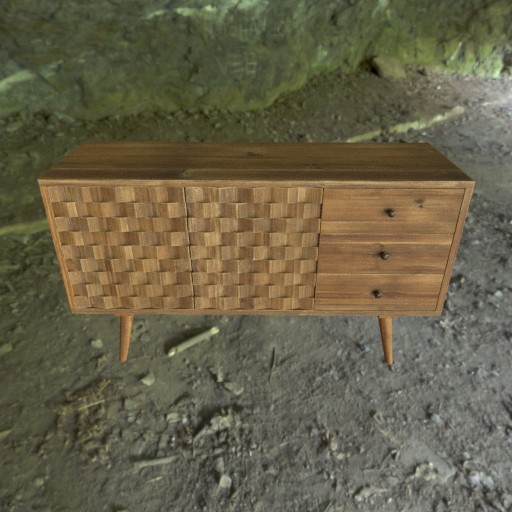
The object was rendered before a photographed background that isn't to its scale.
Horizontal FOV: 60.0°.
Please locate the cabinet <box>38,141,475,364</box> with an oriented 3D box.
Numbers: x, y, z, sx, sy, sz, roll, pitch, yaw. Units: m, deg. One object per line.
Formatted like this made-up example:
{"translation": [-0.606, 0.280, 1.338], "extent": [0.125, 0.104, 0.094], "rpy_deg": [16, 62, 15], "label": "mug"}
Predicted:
{"translation": [0.000, 0.000, 1.799], "extent": [1.400, 0.800, 0.472], "rpy_deg": [0, 30, 1], "label": "cabinet"}
